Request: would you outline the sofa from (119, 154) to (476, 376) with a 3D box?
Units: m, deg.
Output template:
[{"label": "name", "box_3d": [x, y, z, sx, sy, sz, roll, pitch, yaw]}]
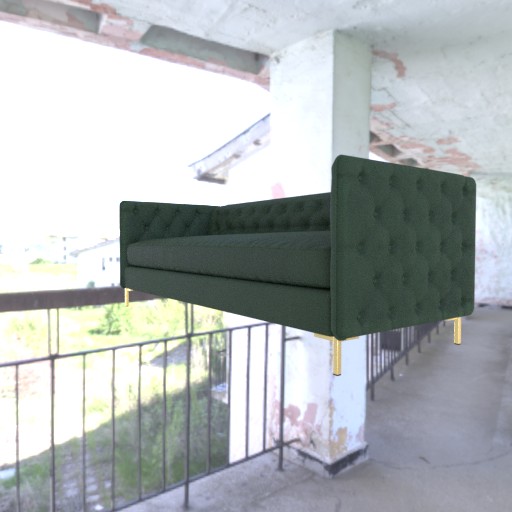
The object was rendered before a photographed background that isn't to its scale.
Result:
[{"label": "sofa", "box_3d": [0.000, 0.000, 2.609, 0.895, 0.771, 2.209, -1, 2, -36]}]
